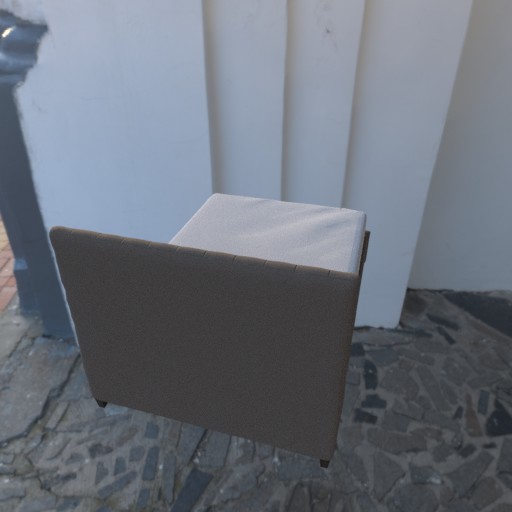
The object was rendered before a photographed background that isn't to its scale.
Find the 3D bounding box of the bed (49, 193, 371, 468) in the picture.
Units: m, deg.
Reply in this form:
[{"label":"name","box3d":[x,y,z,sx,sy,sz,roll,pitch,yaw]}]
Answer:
[{"label":"bed","box3d":[0.000,0.000,3.522,1.698,1.427,2.387,9,33,14]}]
